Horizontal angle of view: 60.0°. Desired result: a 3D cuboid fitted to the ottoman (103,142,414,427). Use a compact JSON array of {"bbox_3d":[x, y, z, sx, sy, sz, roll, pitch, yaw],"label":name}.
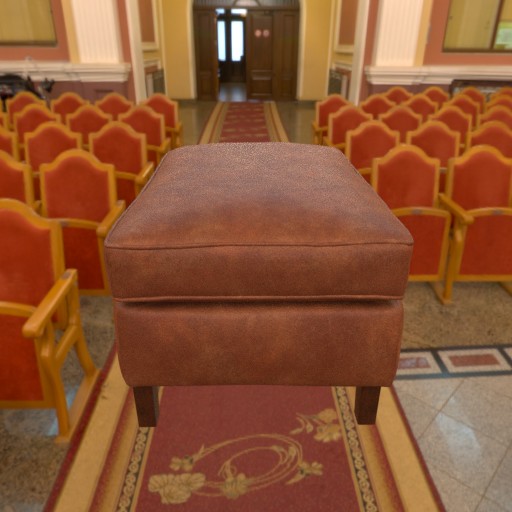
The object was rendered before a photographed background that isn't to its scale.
[{"bbox_3d":[0.000,0.000,1.002,0.501,0.418,0.665,0,26,-1],"label":"ottoman"}]
